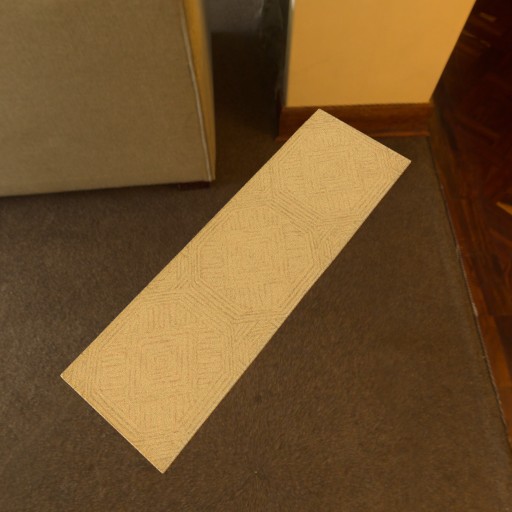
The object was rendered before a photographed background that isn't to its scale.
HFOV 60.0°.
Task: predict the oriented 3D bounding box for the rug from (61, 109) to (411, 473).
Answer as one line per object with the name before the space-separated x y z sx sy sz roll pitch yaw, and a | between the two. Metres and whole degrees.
rug | 0.000 0.000 2.720 0.775 0.012 2.452 36 69 16
